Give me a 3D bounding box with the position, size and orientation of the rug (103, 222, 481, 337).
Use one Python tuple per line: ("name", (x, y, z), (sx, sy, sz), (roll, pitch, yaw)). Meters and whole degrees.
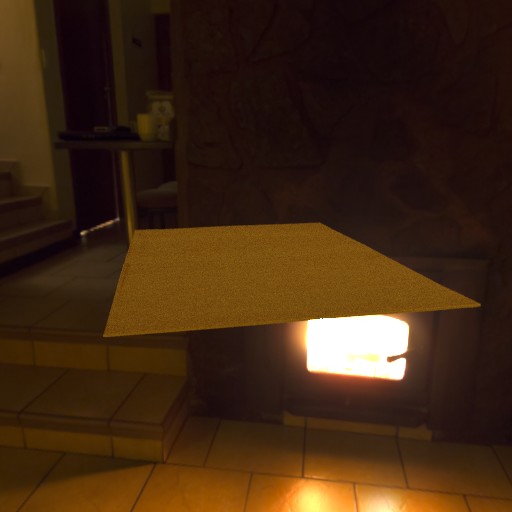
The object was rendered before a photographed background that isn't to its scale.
("rug", (0.000, 0.000, 4.248), (2.434, 0.045, 3.202), (-3, 15, -11))
